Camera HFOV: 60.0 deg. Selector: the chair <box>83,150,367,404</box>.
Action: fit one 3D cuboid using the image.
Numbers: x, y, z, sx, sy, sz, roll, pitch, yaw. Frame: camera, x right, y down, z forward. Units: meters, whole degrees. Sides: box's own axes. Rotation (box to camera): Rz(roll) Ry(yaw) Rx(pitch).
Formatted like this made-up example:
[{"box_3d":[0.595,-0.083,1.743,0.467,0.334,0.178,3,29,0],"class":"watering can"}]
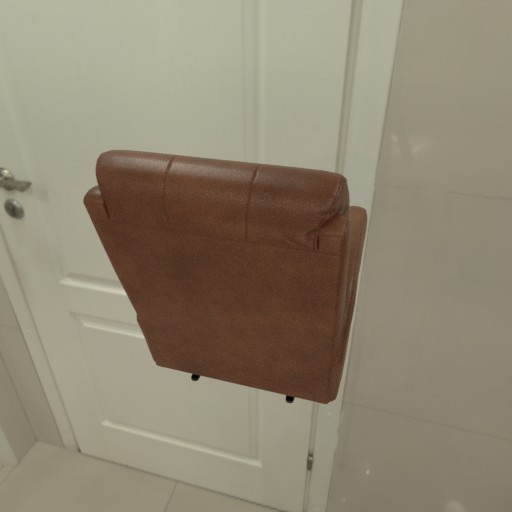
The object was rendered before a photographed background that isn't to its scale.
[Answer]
[{"box_3d":[0.000,0.000,1.702,0.787,1.016,0.939,9,33,14],"class":"chair"}]
